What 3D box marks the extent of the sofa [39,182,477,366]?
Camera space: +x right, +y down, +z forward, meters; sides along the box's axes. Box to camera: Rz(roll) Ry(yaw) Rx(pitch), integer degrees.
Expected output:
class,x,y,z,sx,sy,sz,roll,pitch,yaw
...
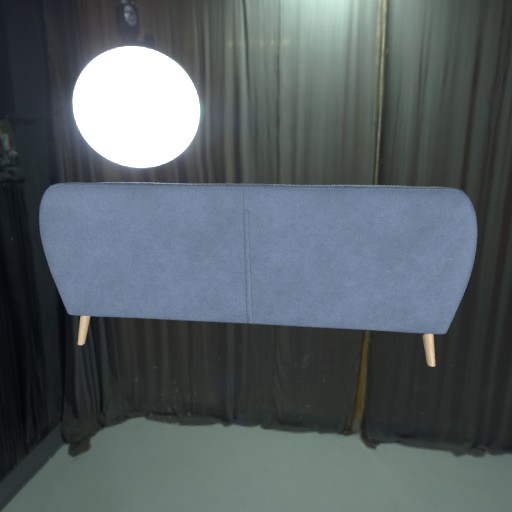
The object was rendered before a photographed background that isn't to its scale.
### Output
class,x,y,z,sx,sy,sz,roll,pitch,yaw
sofa,0.000,0.000,2.390,1.975,0.832,0.841,2,14,7
